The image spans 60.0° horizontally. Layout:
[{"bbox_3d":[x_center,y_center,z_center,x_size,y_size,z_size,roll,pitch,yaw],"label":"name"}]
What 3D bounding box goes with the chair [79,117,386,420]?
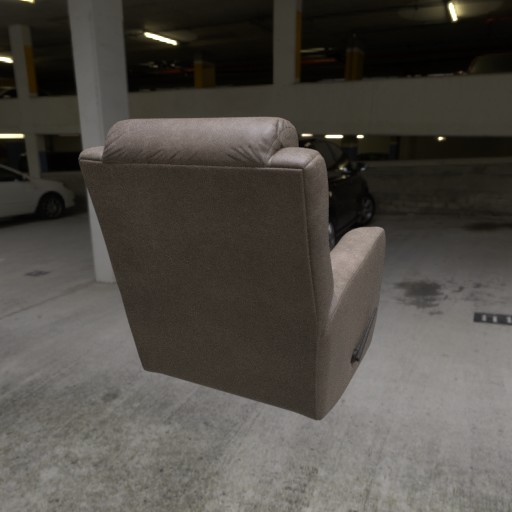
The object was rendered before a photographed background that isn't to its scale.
[{"bbox_3d":[0.000,0.000,1.914,0.967,1.116,1.068,8,17,25],"label":"chair"}]
